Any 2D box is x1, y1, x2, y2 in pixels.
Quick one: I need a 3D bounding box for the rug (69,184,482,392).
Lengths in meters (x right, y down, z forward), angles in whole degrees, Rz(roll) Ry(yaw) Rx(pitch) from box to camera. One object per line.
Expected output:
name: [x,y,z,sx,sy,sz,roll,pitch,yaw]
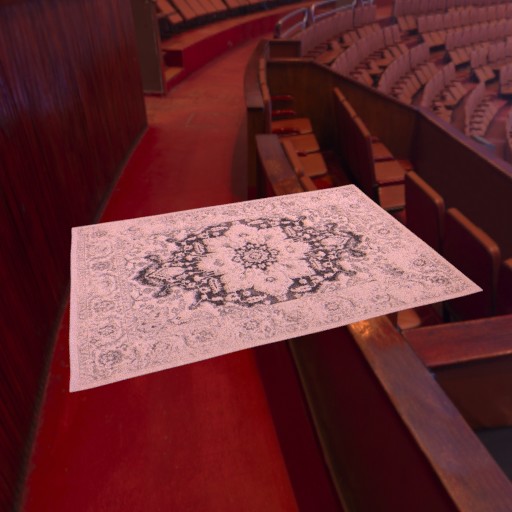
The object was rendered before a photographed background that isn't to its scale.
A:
rug: [0.000,0.000,2.287,1.813,0.008,1.223,-11,35,-16]
